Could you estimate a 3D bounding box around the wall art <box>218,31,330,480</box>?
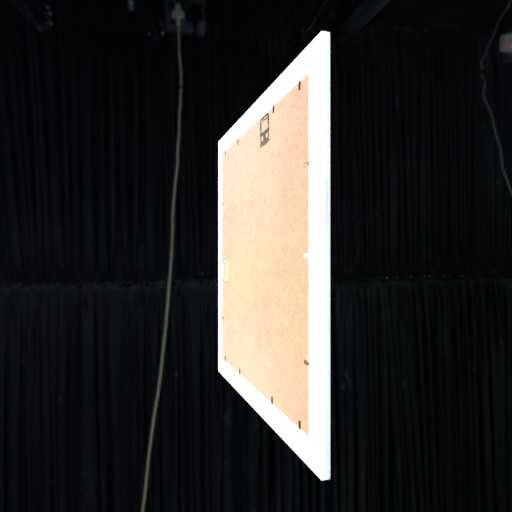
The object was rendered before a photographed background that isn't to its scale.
[{"bbox_3d":[0.000,0.000,0.853,0.013,0.584,0.584,0,0,-18],"label":"wall art"}]
